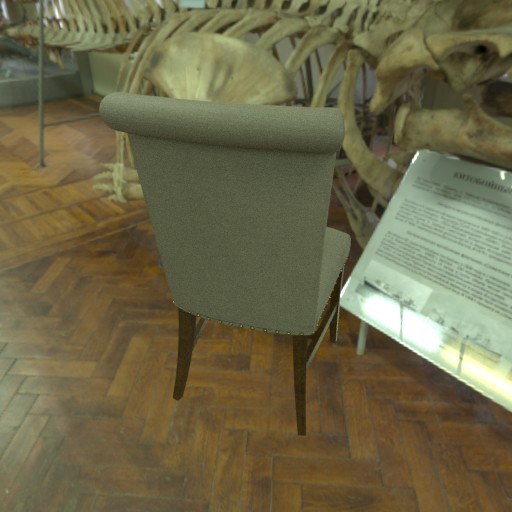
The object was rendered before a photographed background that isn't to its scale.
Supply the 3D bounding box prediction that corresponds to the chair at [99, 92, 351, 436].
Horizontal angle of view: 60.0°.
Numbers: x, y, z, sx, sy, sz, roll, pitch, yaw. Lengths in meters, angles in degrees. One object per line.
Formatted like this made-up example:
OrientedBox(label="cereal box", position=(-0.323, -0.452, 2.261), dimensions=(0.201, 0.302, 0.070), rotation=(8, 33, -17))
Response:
OrientedBox(label="chair", position=(0.000, 0.000, 1.317), dimensions=(0.513, 0.988, 0.608), rotation=(10, 33, 16))
